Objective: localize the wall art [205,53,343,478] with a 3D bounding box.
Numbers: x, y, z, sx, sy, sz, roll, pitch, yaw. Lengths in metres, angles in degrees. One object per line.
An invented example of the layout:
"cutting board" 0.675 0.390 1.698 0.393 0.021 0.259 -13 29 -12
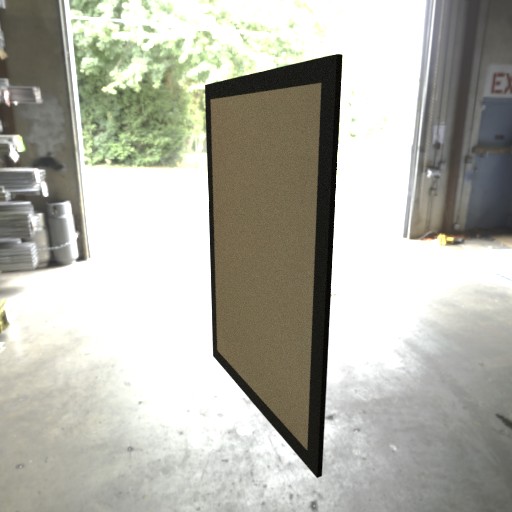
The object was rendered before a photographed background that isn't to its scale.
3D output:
"wall art" 0.000 0.000 0.692 0.008 0.530 0.379 -8 18 -26
